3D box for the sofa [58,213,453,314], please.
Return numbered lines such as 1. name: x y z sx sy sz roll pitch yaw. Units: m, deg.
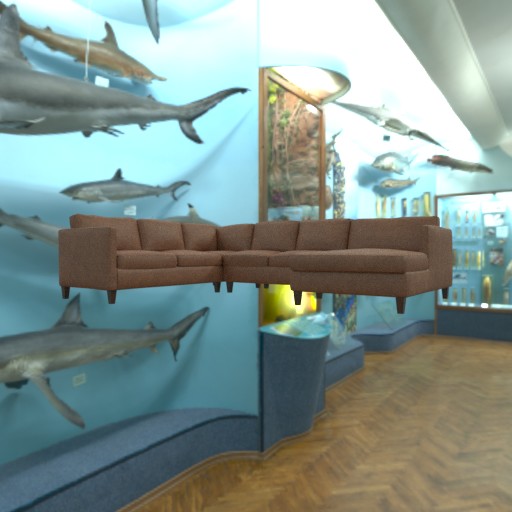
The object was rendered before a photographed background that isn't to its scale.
1. sofa: 0.000 0.000 4.774 3.460 0.923 2.593 0 0 36
